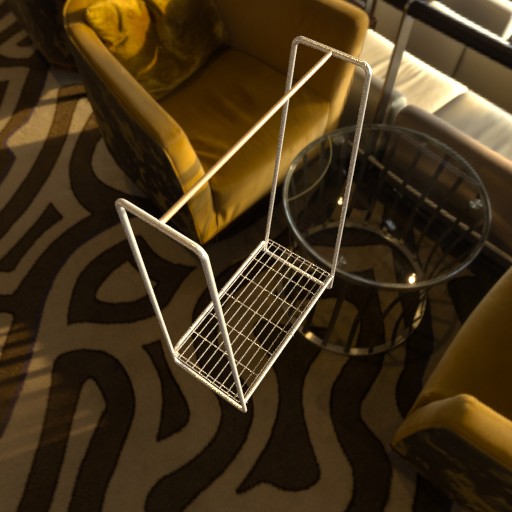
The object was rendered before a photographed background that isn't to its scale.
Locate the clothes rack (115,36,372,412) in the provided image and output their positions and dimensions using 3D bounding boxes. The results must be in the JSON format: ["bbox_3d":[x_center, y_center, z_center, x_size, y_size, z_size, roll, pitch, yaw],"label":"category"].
[{"bbox_3d":[0.000,0.000,1.943,0.495,1.500,0.900,31,63,18],"label":"clothes rack"}]
